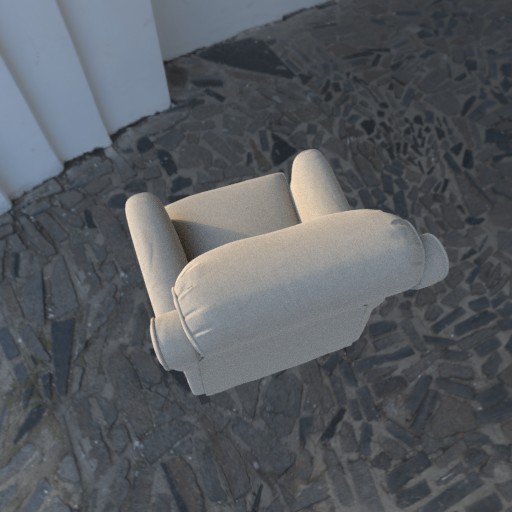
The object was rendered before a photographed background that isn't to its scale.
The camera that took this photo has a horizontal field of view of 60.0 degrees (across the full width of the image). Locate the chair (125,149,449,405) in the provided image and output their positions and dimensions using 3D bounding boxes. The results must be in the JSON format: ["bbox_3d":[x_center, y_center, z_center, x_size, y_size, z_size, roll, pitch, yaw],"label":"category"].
[{"bbox_3d":[0.000,0.000,1.690,0.859,1.046,0.919,-16,60,-10],"label":"chair"}]
